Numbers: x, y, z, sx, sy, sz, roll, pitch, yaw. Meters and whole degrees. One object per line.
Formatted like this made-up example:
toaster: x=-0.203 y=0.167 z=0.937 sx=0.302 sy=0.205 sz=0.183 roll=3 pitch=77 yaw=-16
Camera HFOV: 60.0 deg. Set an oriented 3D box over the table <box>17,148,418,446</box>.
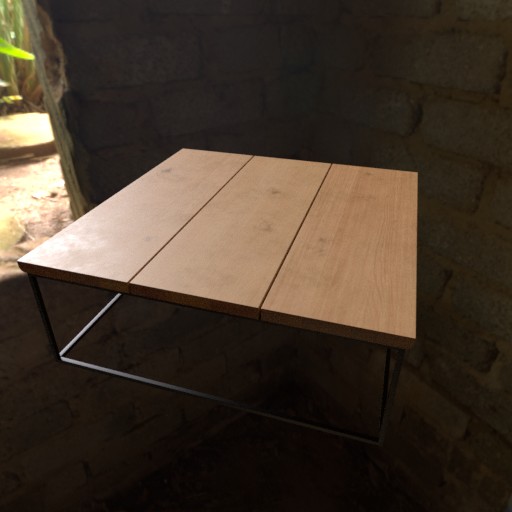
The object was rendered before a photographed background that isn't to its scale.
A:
table: x=0.000 y=0.000 z=1.688 sx=1.100 sy=0.400 sz=1.100 roll=9 pitch=32 yaw=15
